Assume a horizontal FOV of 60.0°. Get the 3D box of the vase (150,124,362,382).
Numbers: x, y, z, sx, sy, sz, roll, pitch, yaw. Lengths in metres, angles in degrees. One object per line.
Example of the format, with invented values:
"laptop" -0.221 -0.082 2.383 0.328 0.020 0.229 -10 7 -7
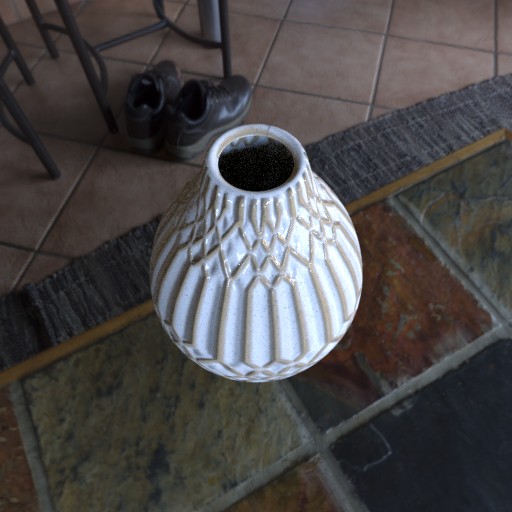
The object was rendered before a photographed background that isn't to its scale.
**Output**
"vase" 0.000 0.000 0.318 0.159 0.200 0.159 0 59 0
